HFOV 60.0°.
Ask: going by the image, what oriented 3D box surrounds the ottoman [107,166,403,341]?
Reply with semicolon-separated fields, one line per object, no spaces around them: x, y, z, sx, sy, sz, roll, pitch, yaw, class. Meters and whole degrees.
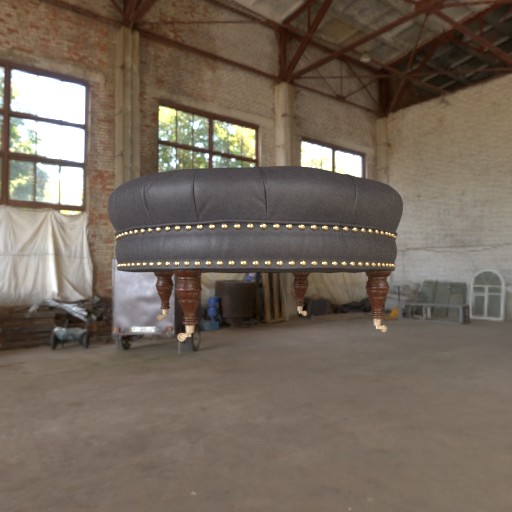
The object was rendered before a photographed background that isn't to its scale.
0.000;0.000;1.412;0.901;0.439;0.901;0;-3;0;ottoman
